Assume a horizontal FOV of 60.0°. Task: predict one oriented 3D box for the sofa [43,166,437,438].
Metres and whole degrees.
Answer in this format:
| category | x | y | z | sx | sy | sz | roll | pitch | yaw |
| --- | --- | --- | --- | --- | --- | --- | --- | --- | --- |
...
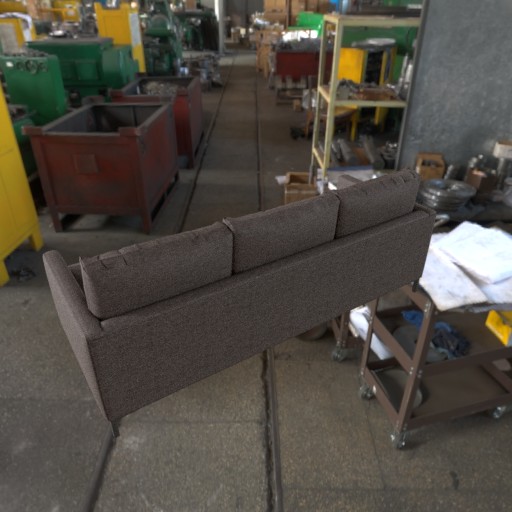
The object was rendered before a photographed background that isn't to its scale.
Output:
| category | x | y | z | sx | sy | sz | roll | pitch | yaw |
| --- | --- | --- | --- | --- | --- | --- | --- | --- | --- |
| sofa | 0.000 | 0.000 | 2.706 | 2.253 | 0.882 | 0.876 | -19 | 35 | -29 |
